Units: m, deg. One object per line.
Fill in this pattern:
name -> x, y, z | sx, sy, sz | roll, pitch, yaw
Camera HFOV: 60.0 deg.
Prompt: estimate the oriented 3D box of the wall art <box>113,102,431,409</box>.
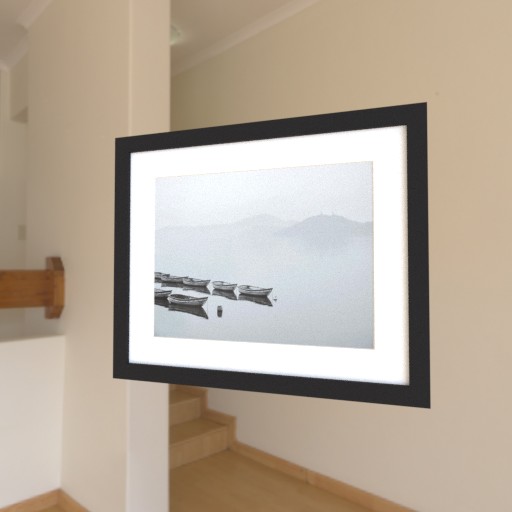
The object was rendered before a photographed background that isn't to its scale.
wall art -> 0.000, 0.000, 0.547 | 0.397, 0.325, 0.028 | -1, -2, 19
